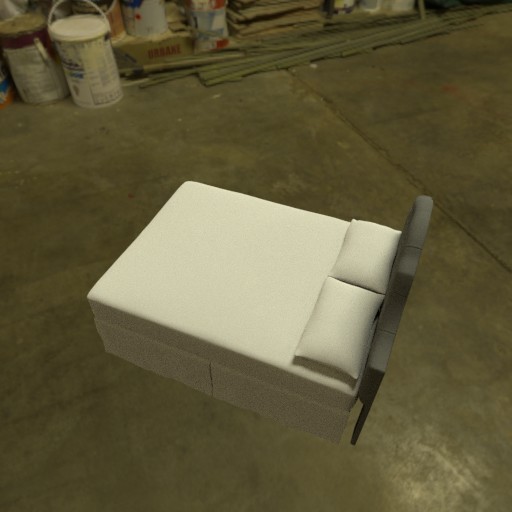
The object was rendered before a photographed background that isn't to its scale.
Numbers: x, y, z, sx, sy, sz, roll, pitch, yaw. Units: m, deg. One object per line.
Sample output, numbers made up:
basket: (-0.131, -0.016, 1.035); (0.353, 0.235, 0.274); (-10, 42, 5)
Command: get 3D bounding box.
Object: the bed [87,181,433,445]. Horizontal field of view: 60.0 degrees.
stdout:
bed: (0.000, 0.000, 3.356); (2.155, 1.575, 1.636); (17, 48, 15)
